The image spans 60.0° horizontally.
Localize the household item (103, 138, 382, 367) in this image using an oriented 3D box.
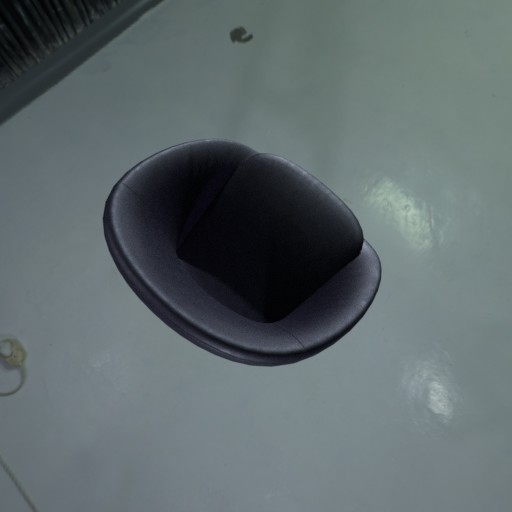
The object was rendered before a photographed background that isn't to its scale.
[{"bbox_3d":[0.000,0.000,1.248,0.623,0.852,0.573,41,79,10],"label":"household item"}]
